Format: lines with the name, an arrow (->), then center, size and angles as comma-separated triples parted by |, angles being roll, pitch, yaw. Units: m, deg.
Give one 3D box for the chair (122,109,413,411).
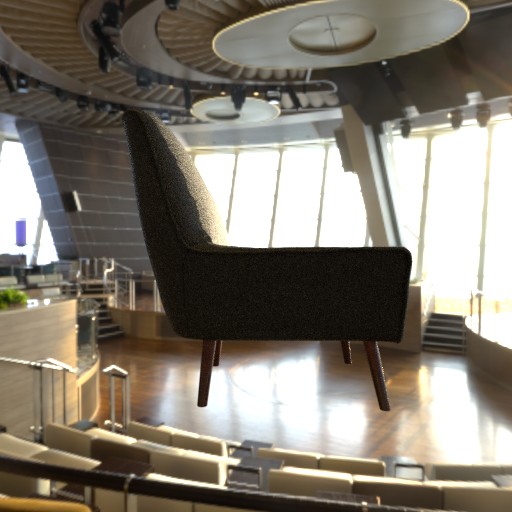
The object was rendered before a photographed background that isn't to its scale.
chair -> 0.000, 0.000, 1.534 | 0.859, 0.883, 0.763 | 0, 1, 0
